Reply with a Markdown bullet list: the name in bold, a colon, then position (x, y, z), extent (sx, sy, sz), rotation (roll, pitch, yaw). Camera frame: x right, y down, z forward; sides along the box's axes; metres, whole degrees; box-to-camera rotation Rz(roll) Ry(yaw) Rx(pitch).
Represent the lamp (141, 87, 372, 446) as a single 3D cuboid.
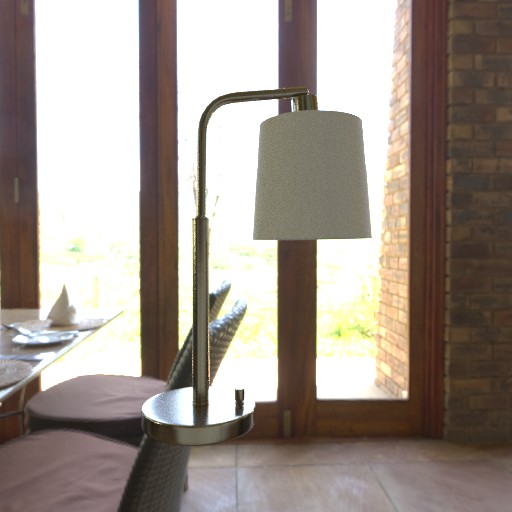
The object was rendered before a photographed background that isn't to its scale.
- **lamp**: position (0.000, 0.000, 0.646), extent (0.333, 0.489, 0.171), rotation (0, 1, 0)
